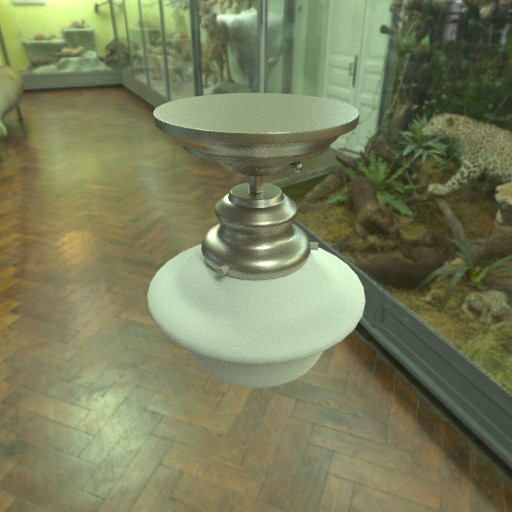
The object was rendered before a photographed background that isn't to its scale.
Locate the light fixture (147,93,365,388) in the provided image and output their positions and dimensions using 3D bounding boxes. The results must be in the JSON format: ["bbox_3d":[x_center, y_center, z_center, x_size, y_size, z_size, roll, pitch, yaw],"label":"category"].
[{"bbox_3d":[0.000,0.000,0.395,0.199,0.254,0.199,0,29,0],"label":"light fixture"}]
